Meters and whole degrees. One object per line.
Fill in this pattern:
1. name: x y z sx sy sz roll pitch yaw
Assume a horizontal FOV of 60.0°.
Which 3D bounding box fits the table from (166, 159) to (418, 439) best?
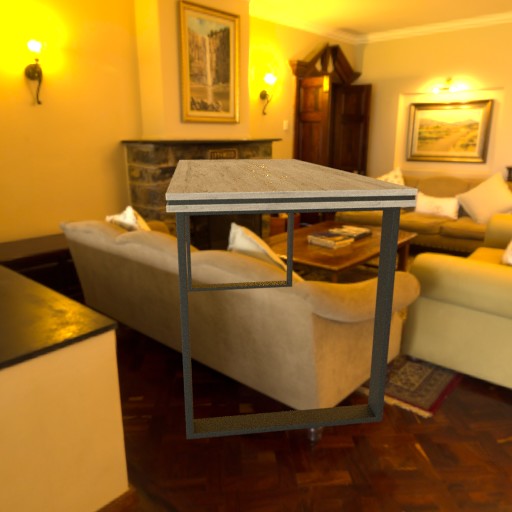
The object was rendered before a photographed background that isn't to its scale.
1. table: 0.000 0.000 2.334 0.795 0.899 1.778 -2 16 -8
